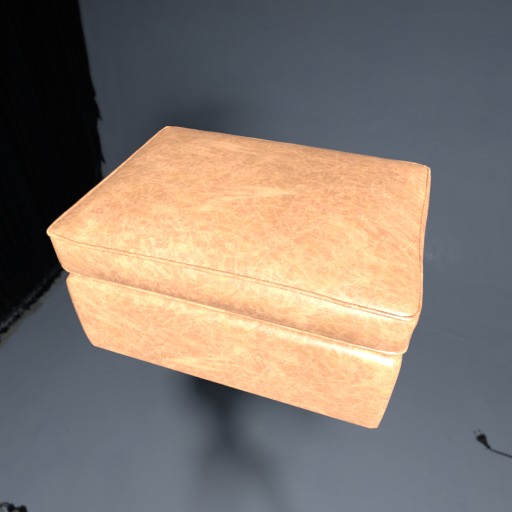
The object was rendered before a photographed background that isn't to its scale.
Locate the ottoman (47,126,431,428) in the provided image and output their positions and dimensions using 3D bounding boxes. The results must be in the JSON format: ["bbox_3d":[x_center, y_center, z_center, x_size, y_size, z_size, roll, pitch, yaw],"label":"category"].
[{"bbox_3d":[0.000,0.000,1.118,0.756,0.468,0.554,12,42,14],"label":"ottoman"}]
